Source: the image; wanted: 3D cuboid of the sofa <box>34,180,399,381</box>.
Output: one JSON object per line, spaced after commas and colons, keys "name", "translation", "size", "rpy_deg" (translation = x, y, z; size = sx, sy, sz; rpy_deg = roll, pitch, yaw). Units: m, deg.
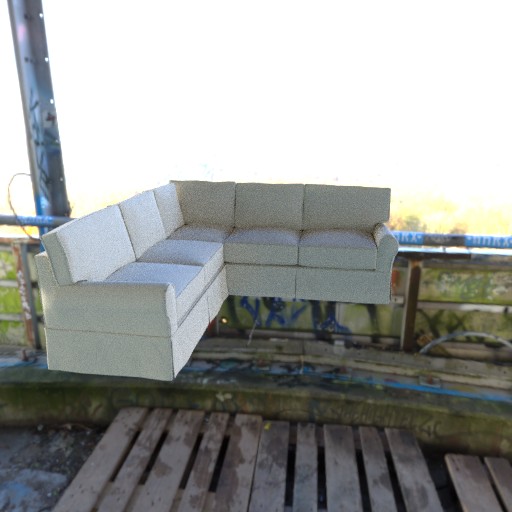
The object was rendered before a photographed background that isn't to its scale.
{"name": "sofa", "translation": [0.000, 0.000, 3.995], "size": [2.597, 1.070, 2.591], "rpy_deg": [3, 17, 9]}
